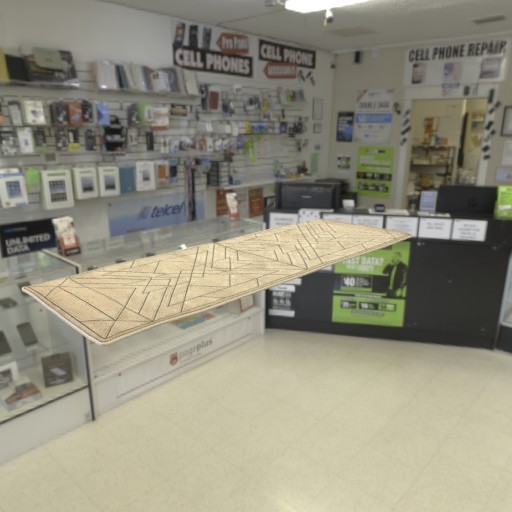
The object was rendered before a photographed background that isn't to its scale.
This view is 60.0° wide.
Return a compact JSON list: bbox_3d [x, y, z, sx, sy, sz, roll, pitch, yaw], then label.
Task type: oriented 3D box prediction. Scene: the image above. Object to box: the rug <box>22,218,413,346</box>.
[{"bbox_3d":[0.000,0.000,2.658,2.381,0.036,0.831,-16,22,-43],"label":"rug"}]
